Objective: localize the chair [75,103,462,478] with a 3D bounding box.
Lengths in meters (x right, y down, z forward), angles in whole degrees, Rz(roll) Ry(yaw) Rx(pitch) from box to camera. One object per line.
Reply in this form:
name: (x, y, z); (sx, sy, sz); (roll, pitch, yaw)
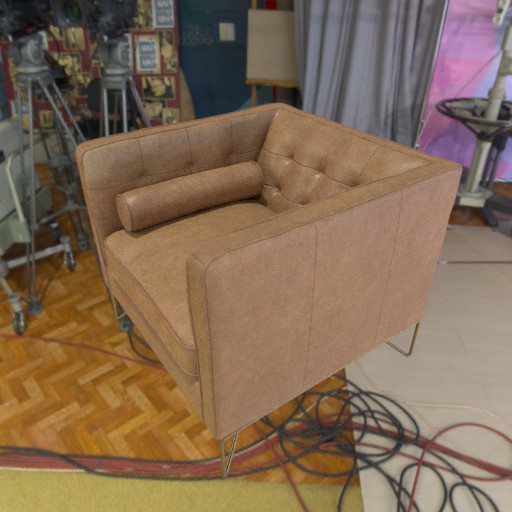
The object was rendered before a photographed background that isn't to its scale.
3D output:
chair: (0.000, 0.000, 1.619); (0.912, 0.797, 0.920); (-21, 39, -29)
